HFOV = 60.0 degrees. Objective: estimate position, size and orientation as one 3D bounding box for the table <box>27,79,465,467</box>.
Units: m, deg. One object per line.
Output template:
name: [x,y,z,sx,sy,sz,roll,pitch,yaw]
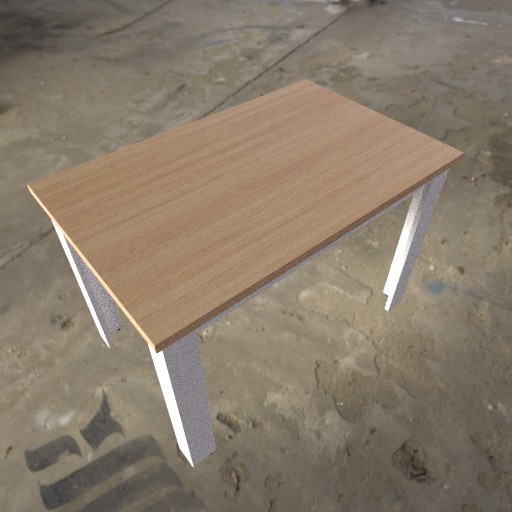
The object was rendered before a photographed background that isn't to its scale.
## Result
table: [0.000,0.000,1.569,1.100,0.734,0.700,-30,52,-27]
